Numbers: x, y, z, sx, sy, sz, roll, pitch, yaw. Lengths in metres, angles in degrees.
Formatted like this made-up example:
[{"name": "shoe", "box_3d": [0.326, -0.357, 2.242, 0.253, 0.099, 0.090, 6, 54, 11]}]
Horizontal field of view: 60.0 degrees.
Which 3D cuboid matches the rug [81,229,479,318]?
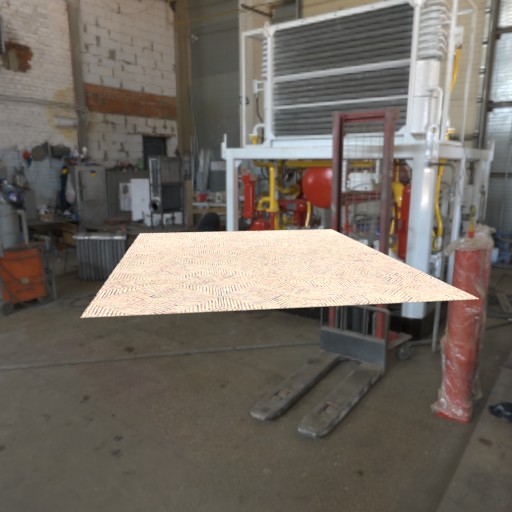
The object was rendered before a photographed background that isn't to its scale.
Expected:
[{"name": "rug", "box_3d": [0.000, 0.000, 4.139, 2.442, 0.008, 3.046, -2, 12, -8]}]
